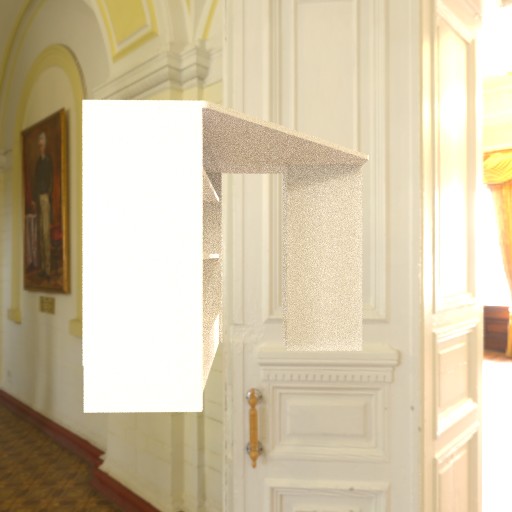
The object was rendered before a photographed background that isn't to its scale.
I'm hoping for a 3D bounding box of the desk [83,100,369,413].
[{"bbox_3d":[0.000,0.000,1.638,0.926,0.818,0.940,0,0,-1],"label":"desk"}]
